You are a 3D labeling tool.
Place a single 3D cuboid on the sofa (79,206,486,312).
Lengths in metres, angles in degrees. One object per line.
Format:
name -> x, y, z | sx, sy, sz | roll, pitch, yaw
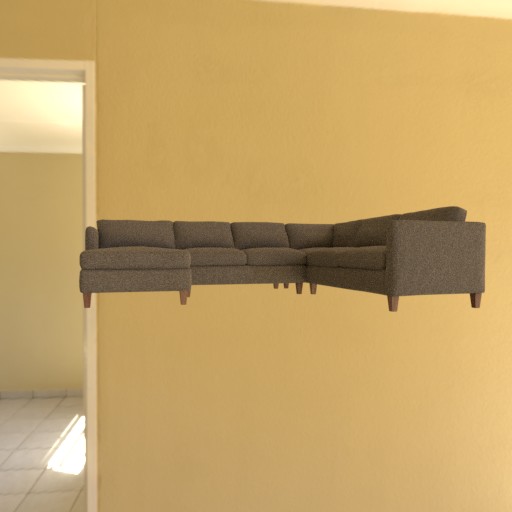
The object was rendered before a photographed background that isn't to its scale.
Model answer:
sofa -> 0.000, 0.000, 4.367 | 3.238, 0.853, 2.551 | 0, 0, -17
